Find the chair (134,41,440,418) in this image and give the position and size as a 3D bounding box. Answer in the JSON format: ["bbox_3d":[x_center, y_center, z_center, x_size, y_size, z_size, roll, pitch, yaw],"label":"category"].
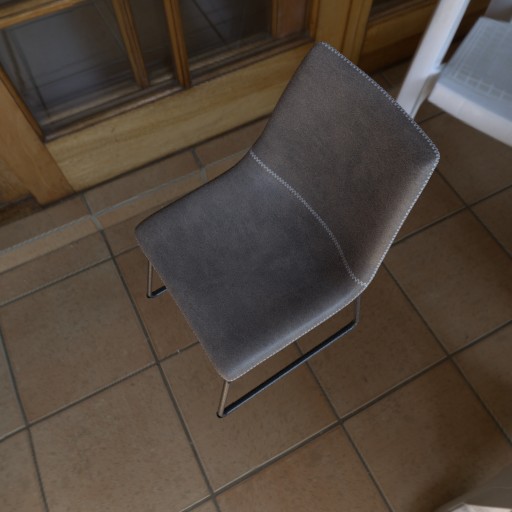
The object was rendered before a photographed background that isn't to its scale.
[{"bbox_3d":[0.000,0.000,1.078,0.550,0.780,0.460,-31,68,-14],"label":"chair"}]
